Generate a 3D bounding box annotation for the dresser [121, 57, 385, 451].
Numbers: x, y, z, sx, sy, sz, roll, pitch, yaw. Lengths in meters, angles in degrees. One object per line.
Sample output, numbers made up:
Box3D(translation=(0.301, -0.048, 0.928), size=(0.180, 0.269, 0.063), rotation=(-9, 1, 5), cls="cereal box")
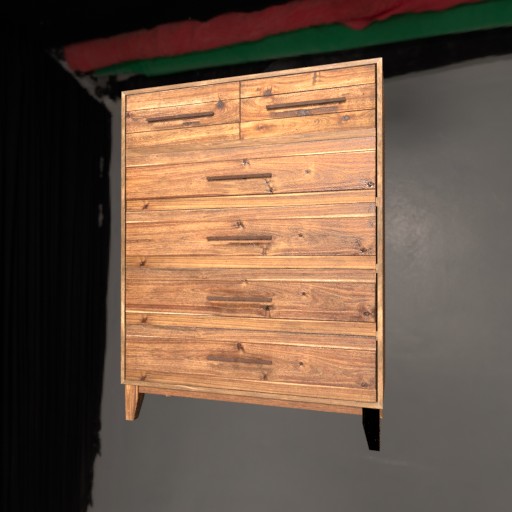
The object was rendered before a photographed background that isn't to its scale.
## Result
Box3D(translation=(0.000, 0.000, 1.915), size=(1.062, 1.393, 0.442), rotation=(0, 0, 17), cls="dresser")
